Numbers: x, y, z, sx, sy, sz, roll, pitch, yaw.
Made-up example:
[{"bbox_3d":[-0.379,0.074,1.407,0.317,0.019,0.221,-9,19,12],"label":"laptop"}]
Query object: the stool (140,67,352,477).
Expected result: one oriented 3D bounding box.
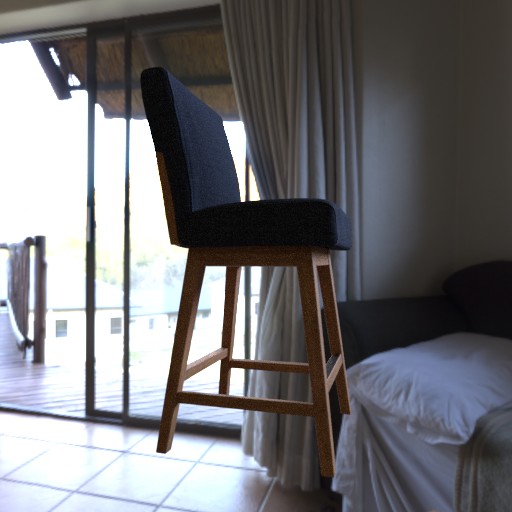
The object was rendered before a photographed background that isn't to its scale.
[{"bbox_3d":[0.000,0.000,1.299,0.526,1.010,0.459,0,-1,17],"label":"stool"}]
